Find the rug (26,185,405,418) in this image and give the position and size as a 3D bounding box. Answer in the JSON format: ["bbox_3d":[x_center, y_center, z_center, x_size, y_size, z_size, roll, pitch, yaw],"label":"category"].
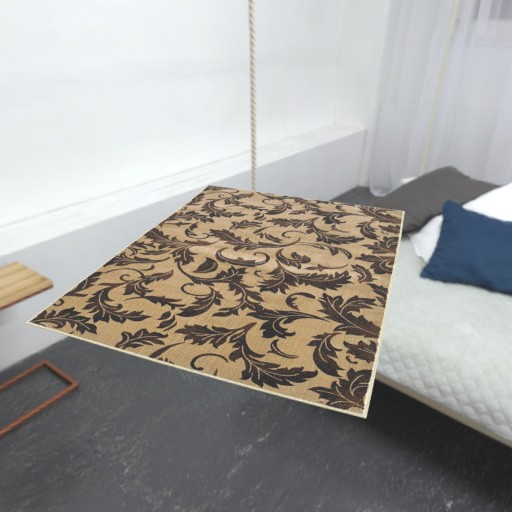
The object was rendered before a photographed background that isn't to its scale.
[{"bbox_3d":[0.000,0.000,3.960,2.380,0.008,2.977,10,31,18],"label":"rug"}]
